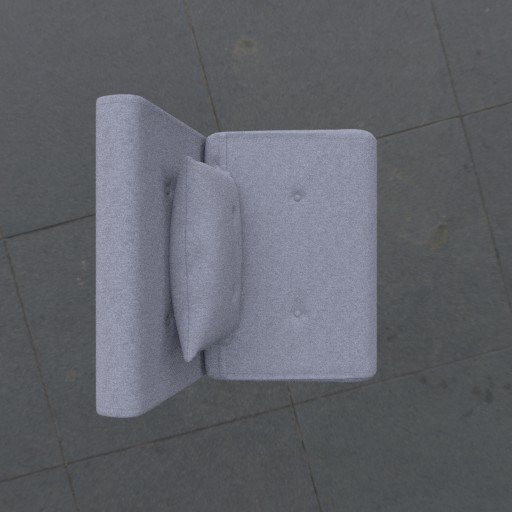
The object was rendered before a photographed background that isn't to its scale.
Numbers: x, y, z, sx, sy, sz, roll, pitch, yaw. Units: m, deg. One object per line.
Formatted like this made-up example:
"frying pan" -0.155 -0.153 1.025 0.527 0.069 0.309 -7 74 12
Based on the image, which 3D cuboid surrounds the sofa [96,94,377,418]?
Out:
"sofa" 0.000 0.000 1.748 1.000 0.825 1.020 0 90 0
